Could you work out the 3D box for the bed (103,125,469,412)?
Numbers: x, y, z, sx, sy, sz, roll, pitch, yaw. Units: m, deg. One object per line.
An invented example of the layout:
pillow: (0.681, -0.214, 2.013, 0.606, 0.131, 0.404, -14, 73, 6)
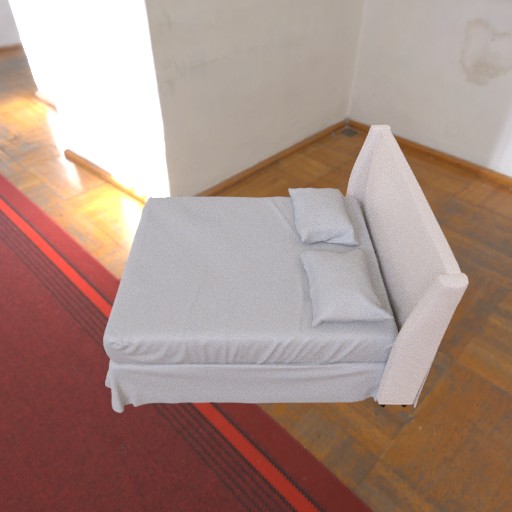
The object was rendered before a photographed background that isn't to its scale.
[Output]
bed: (0.000, 0.000, 3.469, 2.276, 1.332, 1.925, 0, 42, 0)
